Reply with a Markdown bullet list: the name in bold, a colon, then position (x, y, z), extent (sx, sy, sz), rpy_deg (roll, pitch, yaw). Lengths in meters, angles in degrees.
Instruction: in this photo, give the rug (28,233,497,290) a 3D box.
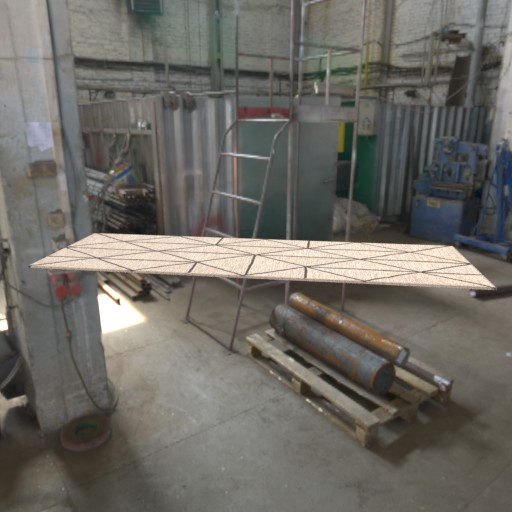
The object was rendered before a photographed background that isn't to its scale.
- **rug**: position (0.000, 0.000, 2.644), extent (2.438, 0.012, 0.762), rpy_deg (2, 17, 8)
